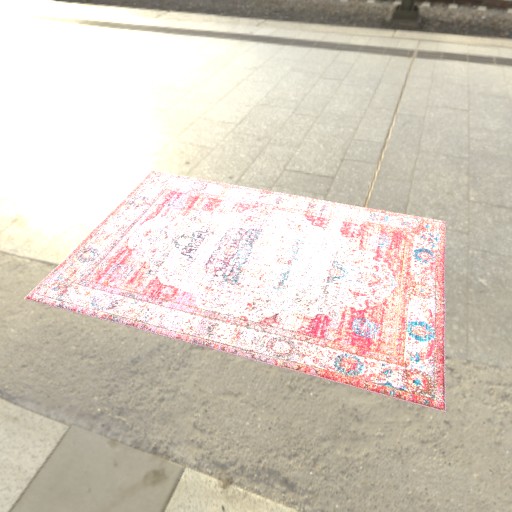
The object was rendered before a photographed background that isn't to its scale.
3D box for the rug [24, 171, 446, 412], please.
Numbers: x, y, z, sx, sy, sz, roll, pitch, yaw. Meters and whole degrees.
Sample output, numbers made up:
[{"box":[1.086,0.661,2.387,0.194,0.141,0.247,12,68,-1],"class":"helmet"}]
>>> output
[{"box":[0.000,0.000,2.242,1.829,0.006,1.219,12,42,14],"class":"rug"}]
